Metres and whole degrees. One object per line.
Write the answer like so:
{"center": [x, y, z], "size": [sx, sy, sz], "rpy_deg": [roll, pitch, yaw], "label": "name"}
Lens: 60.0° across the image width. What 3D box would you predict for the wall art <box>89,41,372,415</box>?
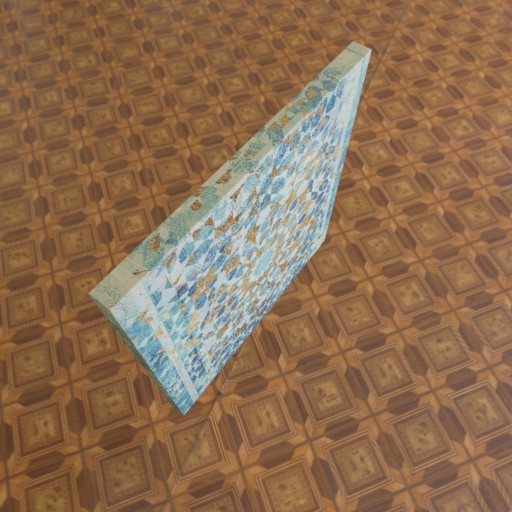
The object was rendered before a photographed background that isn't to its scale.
{"center": [0.000, 0.000, 0.903], "size": [0.040, 0.609, 0.609], "rpy_deg": [33, 65, 18], "label": "wall art"}
